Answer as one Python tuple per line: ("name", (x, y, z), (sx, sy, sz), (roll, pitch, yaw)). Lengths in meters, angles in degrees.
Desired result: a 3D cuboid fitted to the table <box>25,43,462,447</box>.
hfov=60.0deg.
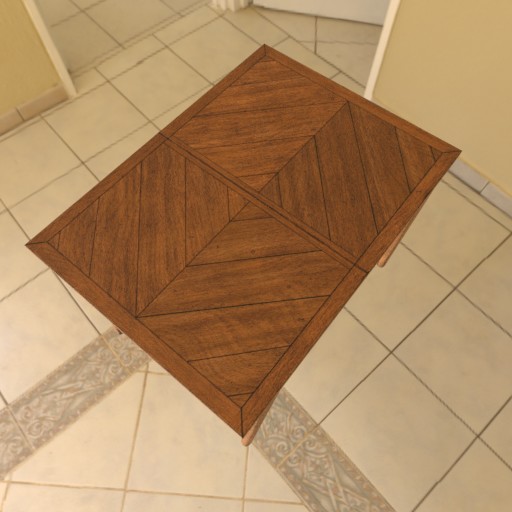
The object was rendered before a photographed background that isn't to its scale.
("table", (0.000, 0.000, 1.591), (0.757, 0.760, 1.027), (36, 68, 17))
